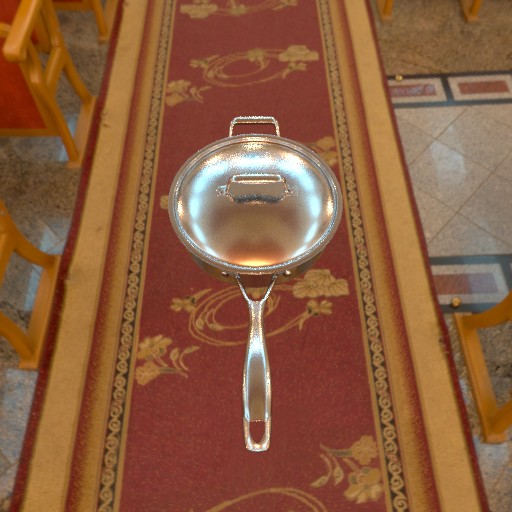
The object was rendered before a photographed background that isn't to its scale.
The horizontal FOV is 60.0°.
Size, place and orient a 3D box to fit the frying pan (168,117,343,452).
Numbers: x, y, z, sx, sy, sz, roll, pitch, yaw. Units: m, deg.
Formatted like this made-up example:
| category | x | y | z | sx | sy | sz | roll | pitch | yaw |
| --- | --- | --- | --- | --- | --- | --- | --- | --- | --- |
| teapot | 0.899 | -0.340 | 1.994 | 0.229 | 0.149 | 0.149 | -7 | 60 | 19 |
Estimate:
| category | x | y | z | sx | sy | sz | roll | pitch | yaw |
| --- | --- | --- | --- | --- | --- | --- | --- | --- | --- |
| frying pan | 0.000 | 0.000 | 0.590 | 0.245 | 0.111 | 0.492 | -1 | 60 | 0 |
